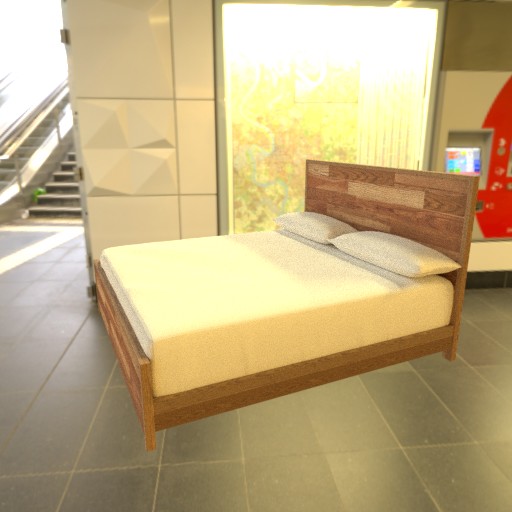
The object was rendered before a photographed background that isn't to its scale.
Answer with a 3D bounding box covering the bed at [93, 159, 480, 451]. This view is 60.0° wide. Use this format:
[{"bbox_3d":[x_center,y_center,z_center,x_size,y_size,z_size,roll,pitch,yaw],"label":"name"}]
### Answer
[{"bbox_3d":[0.000,0.000,3.402,2.184,1.295,2.013,-7,17,-24],"label":"bed"}]
